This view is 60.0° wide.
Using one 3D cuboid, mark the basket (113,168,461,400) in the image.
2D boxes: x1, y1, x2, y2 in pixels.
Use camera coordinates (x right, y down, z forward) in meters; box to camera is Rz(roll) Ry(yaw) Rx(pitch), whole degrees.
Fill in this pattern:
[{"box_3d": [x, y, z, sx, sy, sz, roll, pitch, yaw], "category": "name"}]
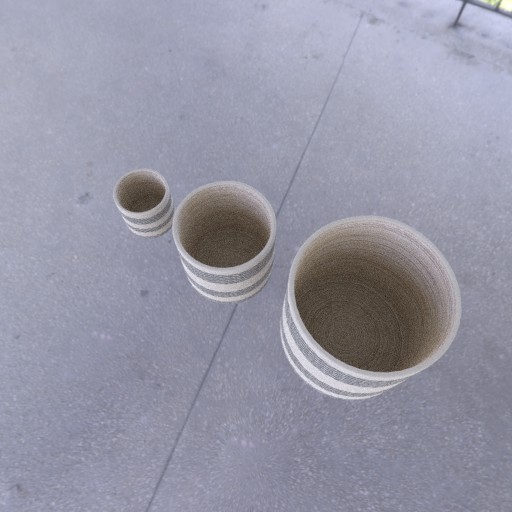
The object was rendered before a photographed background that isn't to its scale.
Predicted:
[{"box_3d": [0.000, 0.000, 1.111, 0.917, 0.356, 0.351, 31, 69, 14], "category": "basket"}]
